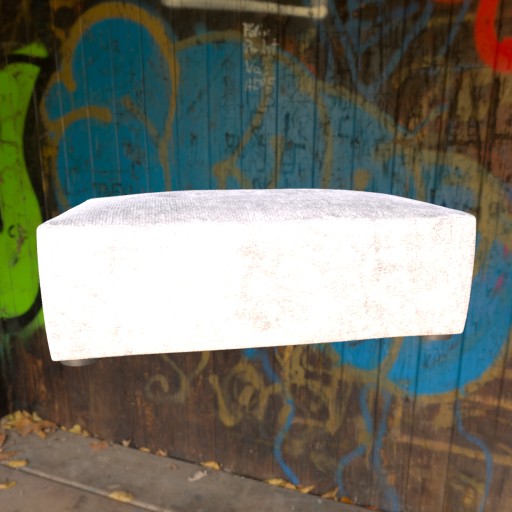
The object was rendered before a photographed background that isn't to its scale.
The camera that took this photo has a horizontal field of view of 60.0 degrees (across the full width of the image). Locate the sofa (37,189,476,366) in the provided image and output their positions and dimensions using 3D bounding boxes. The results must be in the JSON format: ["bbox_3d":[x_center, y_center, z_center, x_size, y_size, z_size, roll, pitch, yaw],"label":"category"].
[{"bbox_3d":[0.000,0.000,1.148,0.930,0.330,0.480,-2,14,-9],"label":"sofa"}]
